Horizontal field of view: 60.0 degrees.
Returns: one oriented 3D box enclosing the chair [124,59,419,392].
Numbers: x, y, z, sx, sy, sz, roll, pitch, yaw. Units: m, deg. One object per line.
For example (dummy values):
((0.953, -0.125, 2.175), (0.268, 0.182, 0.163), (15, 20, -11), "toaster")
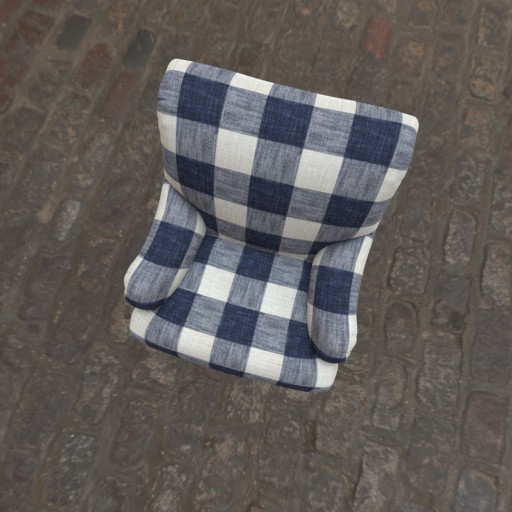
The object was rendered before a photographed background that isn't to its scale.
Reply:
((0.000, 0.000, 1.595), (0.781, 0.953, 0.848), (15, 76, 4), "chair")
